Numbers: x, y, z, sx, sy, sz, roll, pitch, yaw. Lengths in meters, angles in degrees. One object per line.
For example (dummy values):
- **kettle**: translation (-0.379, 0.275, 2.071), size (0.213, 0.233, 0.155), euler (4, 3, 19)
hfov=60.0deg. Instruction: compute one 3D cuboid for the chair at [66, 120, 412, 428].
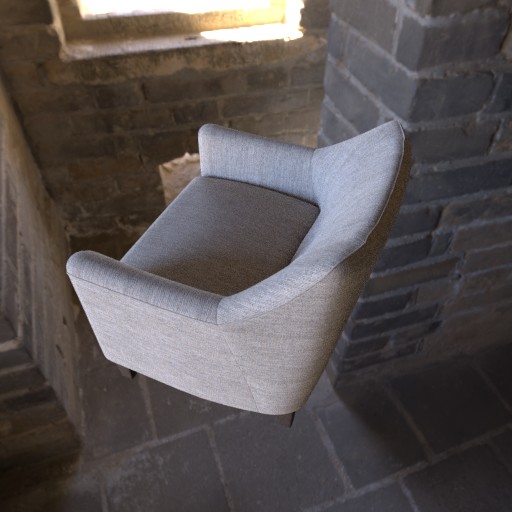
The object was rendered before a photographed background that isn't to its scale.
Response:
- **chair**: translation (0.000, 0.000, 1.398), size (0.758, 0.761, 0.796), euler (17, 48, 16)
